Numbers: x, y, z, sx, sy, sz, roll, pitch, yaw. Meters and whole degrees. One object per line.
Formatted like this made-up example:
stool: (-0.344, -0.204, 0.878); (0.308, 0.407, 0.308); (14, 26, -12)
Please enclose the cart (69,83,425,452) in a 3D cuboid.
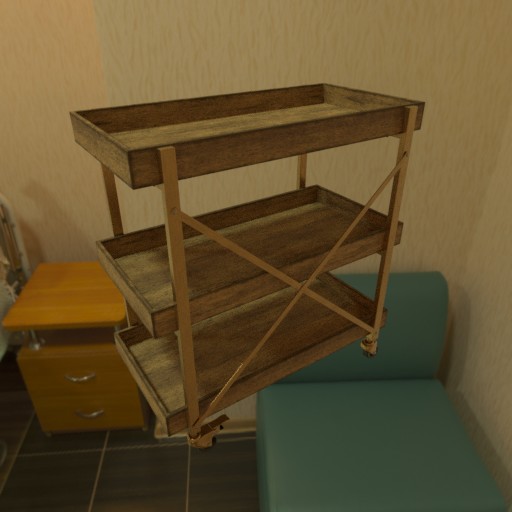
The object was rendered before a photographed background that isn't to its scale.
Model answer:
cart: (0.000, 0.000, 1.227); (0.750, 0.799, 0.416); (-18, 34, -29)
